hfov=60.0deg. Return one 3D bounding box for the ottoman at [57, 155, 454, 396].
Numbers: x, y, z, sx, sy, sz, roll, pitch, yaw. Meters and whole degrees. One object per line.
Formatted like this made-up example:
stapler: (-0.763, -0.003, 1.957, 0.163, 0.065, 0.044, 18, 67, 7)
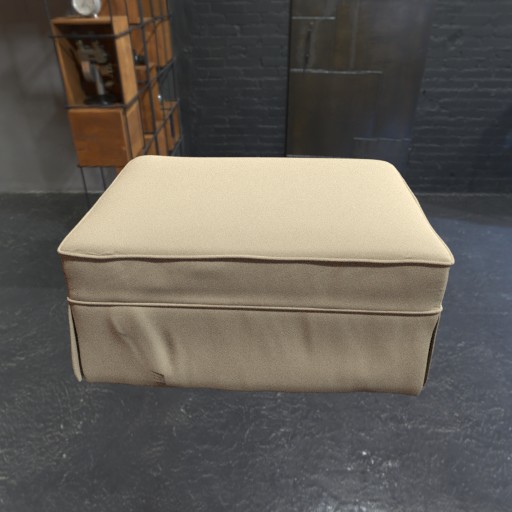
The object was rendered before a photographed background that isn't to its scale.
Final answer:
ottoman: (0.000, 0.000, 1.354, 0.959, 0.482, 0.721, 1, 32, 2)
